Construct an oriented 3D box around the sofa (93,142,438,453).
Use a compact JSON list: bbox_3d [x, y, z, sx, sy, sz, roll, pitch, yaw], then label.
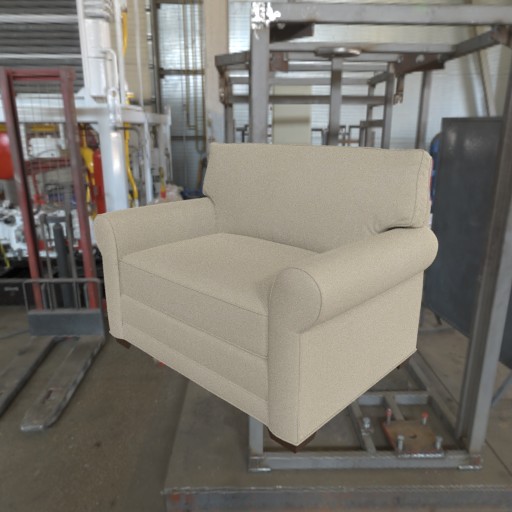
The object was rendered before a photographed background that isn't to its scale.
[{"bbox_3d":[0.000,0.000,2.090,1.405,1.006,0.937,15,22,42],"label":"sofa"}]
